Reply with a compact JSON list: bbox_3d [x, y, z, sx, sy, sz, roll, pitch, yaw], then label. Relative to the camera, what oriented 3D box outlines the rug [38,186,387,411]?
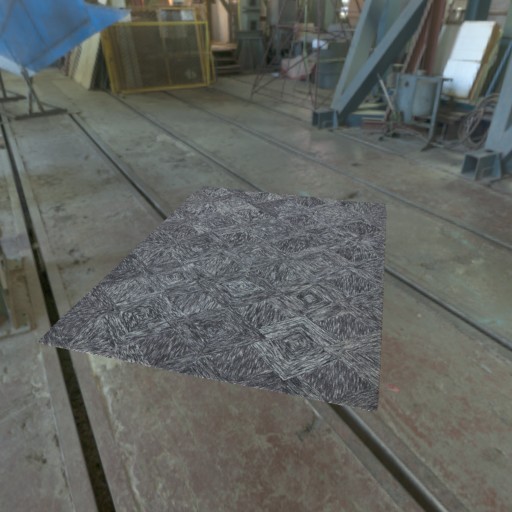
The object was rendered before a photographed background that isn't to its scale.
[{"bbox_3d":[0.000,0.000,5.335,2.997,0.020,4.093,8,31,13],"label":"rug"}]
